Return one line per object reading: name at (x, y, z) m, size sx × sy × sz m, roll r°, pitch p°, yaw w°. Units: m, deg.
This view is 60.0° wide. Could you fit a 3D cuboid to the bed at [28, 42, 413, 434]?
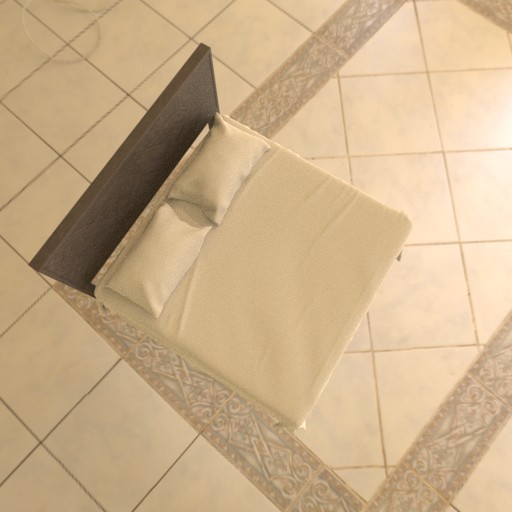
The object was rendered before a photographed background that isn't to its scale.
bed at (0.000, 0.000, 2.883) m, size 1.785 × 1.142 × 1.772 m, roll 31°, pitch 77°, yaw 8°
